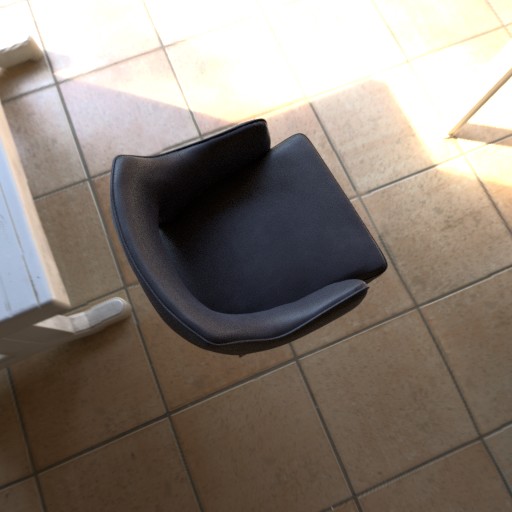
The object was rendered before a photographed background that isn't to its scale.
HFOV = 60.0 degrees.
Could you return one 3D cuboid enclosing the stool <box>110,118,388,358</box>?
[{"bbox_3d":[0.000,0.000,1.302,0.560,0.936,0.550,-28,77,-7],"label":"stool"}]
